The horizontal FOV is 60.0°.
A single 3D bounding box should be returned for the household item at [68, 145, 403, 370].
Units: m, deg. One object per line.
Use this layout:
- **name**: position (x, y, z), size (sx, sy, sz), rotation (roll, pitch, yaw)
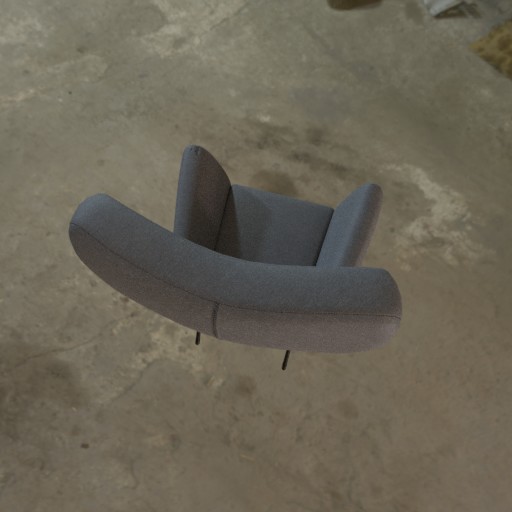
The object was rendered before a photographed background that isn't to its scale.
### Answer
- **household item**: position (0.000, 0.000, 1.774), size (0.980, 1.050, 0.900), rotation (15, 63, 7)
